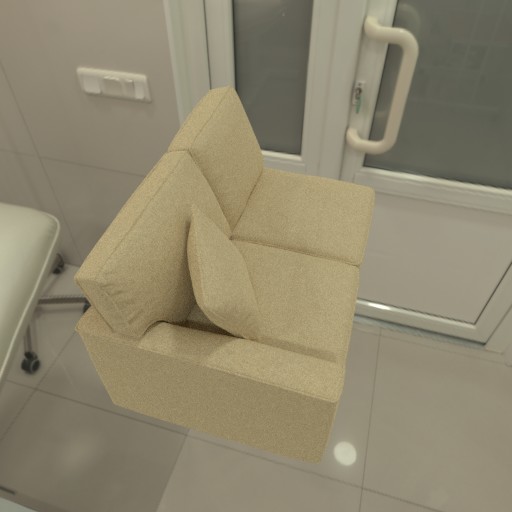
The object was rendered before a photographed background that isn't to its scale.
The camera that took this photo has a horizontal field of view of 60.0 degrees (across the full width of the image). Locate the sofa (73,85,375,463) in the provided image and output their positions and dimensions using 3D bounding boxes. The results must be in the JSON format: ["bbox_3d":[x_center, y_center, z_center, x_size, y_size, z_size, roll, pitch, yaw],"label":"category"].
[{"bbox_3d":[0.000,0.000,2.073,0.991,0.989,1.388,12,47,11],"label":"sofa"}]
